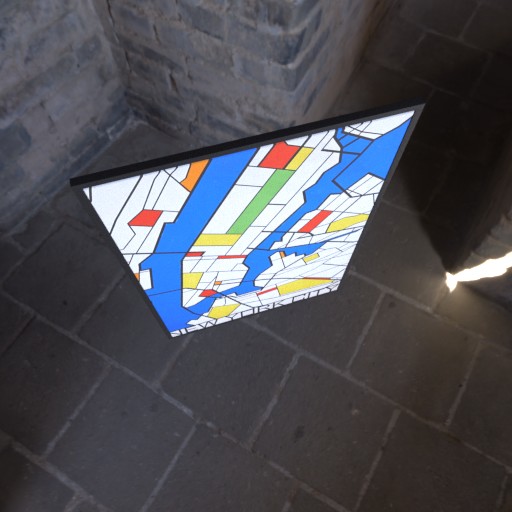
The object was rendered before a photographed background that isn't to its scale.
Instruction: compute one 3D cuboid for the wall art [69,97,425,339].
[{"bbox_3d":[0.000,0.000,0.850,0.460,0.660,0.013,-15,65,-7],"label":"wall art"}]
